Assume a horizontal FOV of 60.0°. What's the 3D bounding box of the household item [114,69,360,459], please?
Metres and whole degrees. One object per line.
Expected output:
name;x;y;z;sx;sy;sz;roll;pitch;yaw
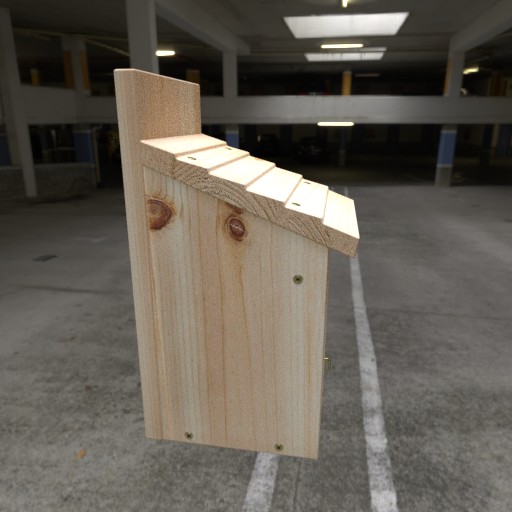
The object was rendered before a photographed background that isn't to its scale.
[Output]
household item;0.000;0.000;0.399;0.171;0.300;0.149;3;17;10
